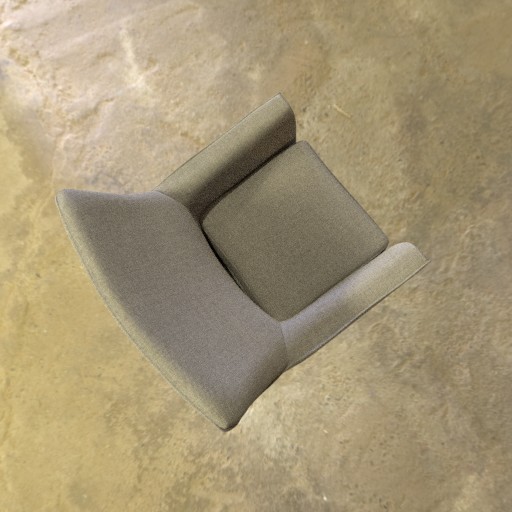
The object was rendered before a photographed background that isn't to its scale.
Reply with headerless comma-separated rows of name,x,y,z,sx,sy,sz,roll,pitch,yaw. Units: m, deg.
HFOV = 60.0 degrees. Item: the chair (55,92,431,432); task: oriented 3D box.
chair,0.000,0.000,1.793,0.993,1.047,0.887,-37,79,-8
